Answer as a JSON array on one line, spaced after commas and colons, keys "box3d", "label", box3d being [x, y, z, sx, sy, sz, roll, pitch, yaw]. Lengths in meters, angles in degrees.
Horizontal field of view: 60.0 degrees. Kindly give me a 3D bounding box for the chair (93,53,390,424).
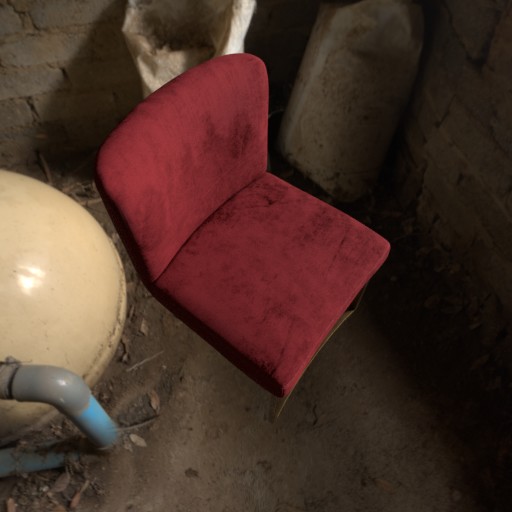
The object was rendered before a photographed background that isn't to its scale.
[{"box3d": [0.000, 0.000, 1.198, 0.560, 0.824, 0.530, 33, 64, 19], "label": "chair"}]
